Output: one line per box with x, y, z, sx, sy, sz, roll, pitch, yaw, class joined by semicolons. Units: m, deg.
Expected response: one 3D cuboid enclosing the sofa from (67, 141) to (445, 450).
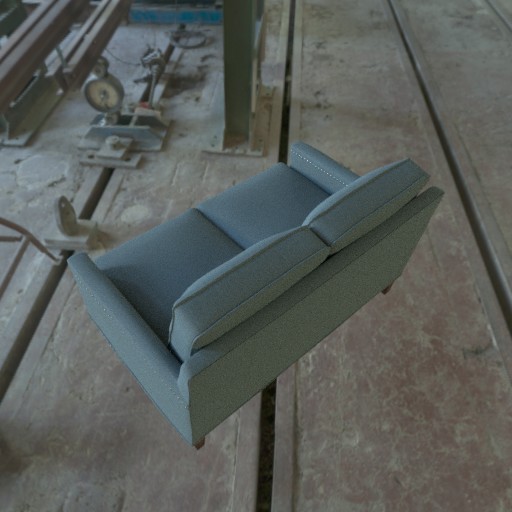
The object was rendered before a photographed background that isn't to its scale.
0.000;0.000;2.314;1.597;1.003;1.084;-32;55;-27;sofa
